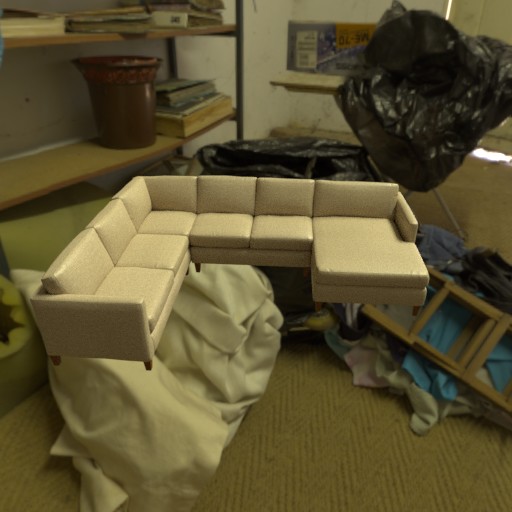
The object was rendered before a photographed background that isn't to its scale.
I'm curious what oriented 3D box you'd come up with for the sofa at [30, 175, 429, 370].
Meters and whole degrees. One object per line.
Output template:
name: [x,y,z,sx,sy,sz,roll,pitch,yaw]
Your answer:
sofa: [0.000,0.000,4.629,3.460,0.961,2.594,2,30,4]
